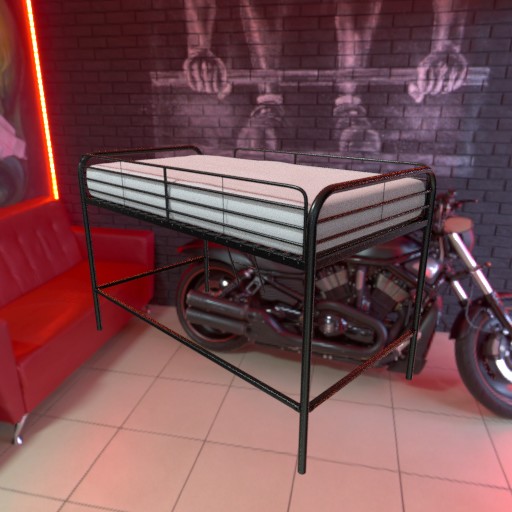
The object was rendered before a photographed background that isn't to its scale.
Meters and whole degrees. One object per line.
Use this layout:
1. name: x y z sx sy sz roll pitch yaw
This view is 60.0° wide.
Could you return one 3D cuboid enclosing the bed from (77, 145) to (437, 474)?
1. bed: 0.000 0.000 2.903 1.968 1.289 1.393 17 25 42
